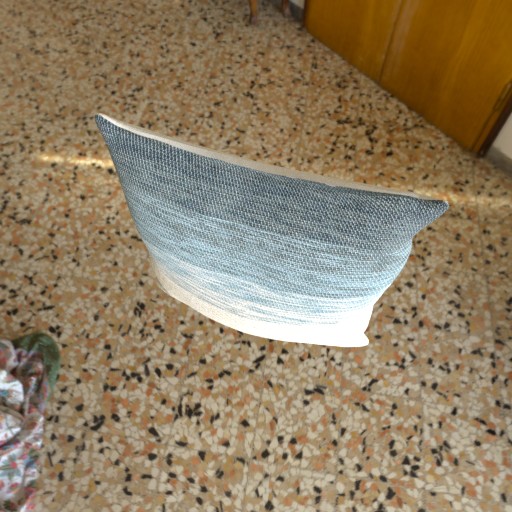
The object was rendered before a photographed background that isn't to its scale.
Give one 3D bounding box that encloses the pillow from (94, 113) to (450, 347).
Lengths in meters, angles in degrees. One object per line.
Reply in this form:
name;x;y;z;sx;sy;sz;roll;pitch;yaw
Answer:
pillow;0.000;0.000;0.689;0.440;0.441;0.182;16;59;10
